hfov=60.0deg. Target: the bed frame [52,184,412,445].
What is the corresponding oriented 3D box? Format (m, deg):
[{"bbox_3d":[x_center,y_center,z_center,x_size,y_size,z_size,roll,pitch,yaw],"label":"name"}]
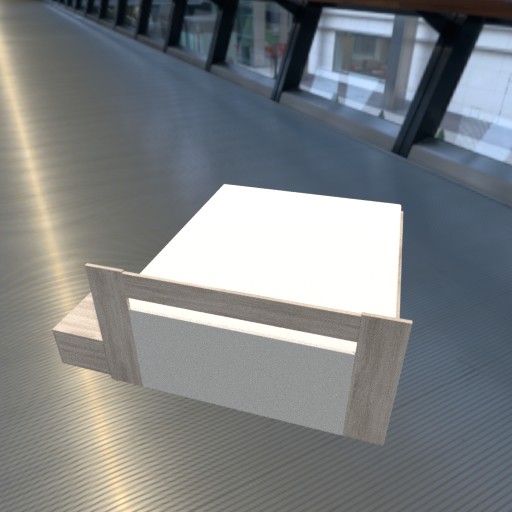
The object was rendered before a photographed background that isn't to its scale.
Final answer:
[{"bbox_3d":[0.000,0.000,3.251,2.040,0.860,2.050,9,32,14],"label":"bed frame"}]
